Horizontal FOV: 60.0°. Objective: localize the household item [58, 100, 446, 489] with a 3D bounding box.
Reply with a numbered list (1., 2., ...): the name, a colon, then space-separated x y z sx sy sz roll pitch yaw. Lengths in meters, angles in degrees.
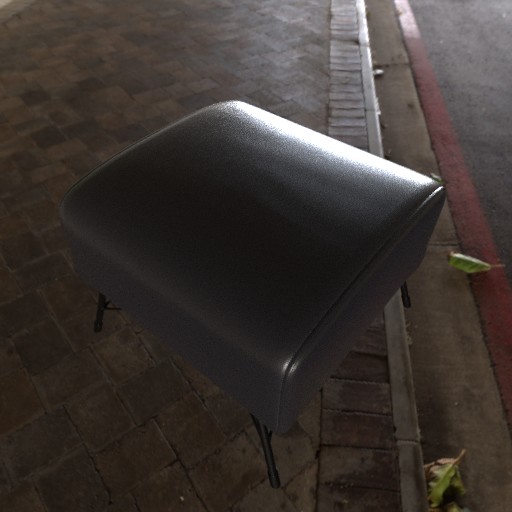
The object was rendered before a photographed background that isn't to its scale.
1. household item: 0.000 0.000 0.884 0.530 0.410 0.530 31 54 26
